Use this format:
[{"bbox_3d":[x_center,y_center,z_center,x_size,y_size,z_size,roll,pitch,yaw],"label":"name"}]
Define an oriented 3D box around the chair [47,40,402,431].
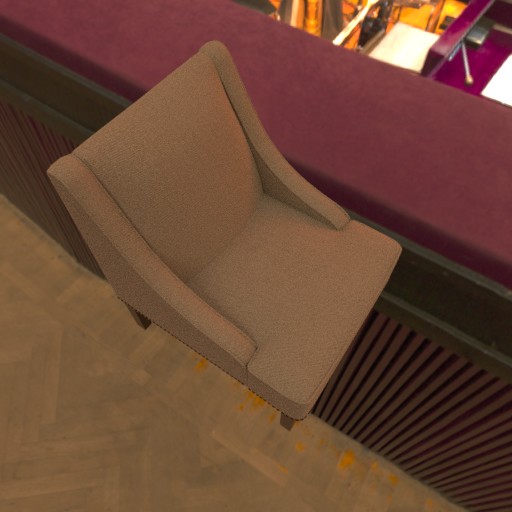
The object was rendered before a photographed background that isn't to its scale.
[{"bbox_3d":[0.000,0.000,1.377,0.748,0.872,0.628,30,62,18],"label":"chair"}]
